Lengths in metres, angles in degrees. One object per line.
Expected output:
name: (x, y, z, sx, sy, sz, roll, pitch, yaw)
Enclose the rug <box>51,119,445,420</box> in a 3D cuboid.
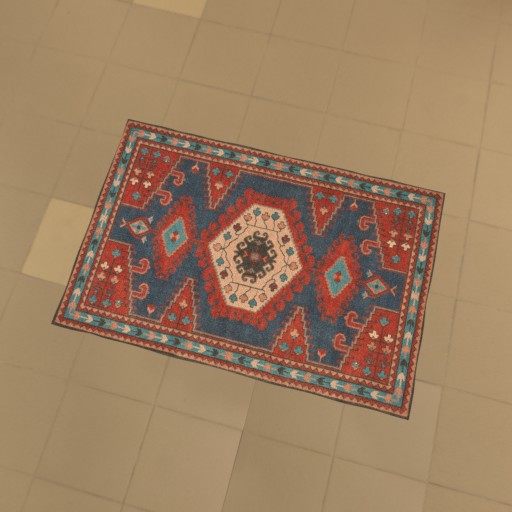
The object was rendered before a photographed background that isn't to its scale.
rug: (0.000, 0.000, 2.315, 1.820, 0.012, 1.207, 14, 76, 4)
